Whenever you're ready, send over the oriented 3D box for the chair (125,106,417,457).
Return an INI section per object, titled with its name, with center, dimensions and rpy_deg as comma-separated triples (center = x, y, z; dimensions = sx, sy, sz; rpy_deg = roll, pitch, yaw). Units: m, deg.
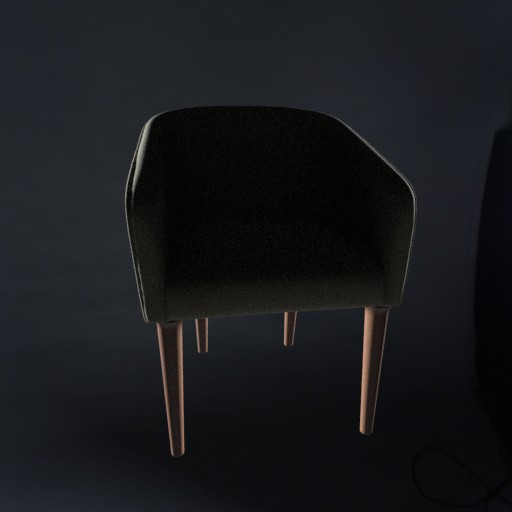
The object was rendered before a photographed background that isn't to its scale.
[chair]
center = 0.000, 0.000, 1.189
dimensions = 0.584, 0.775, 0.616
rpy_deg = -3, 18, -9
